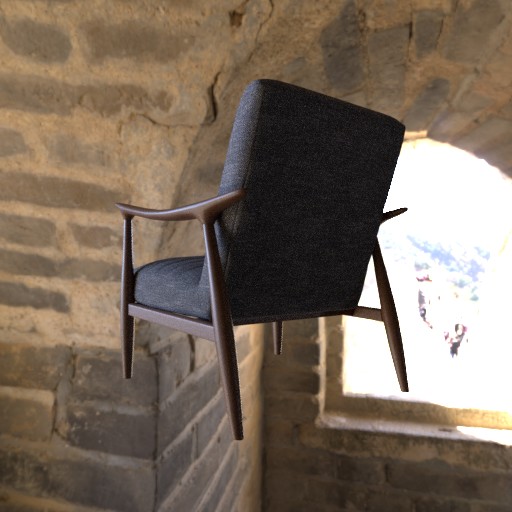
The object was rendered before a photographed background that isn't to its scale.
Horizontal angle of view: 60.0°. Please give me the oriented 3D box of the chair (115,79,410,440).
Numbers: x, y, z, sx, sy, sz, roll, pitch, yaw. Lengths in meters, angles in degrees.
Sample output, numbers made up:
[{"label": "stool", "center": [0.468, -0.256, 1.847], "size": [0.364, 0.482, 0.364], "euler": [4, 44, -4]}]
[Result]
[{"label": "chair", "center": [0.000, 0.000, 1.468], "size": [0.741, 0.832, 0.798], "euler": [0, -1, -36]}]
